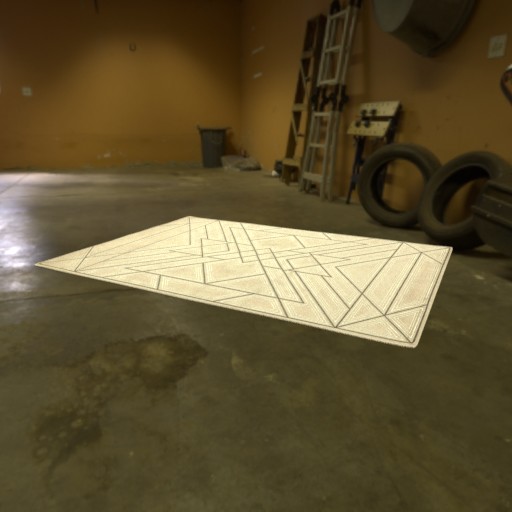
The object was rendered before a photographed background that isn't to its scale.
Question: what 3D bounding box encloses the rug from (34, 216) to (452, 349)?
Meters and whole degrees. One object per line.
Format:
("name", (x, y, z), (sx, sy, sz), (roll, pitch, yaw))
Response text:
("rug", (0.000, 0.000, 4.364), (3.381, 0.026, 2.436), (9, 19, 26))
